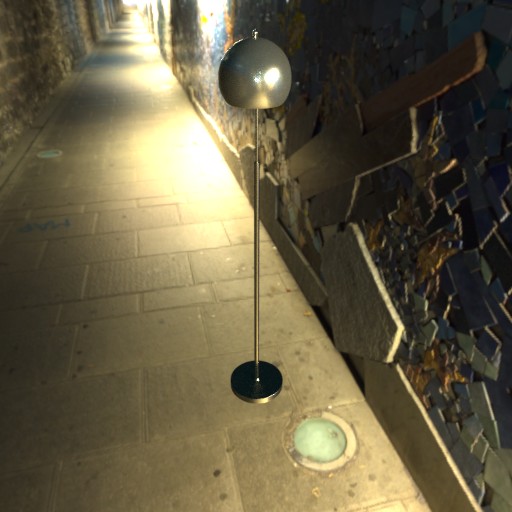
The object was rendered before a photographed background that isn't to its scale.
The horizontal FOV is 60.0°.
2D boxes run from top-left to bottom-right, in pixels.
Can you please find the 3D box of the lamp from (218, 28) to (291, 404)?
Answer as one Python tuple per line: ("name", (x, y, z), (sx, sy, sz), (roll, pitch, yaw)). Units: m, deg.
("lamp", (0.000, 0.000, 1.665), (0.250, 1.526, 0.431), (1, 30, 2))
